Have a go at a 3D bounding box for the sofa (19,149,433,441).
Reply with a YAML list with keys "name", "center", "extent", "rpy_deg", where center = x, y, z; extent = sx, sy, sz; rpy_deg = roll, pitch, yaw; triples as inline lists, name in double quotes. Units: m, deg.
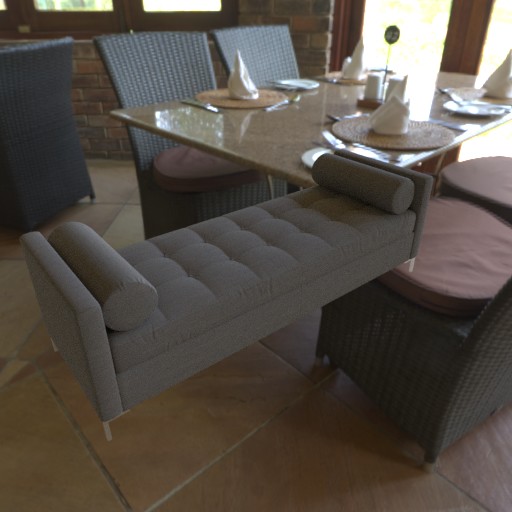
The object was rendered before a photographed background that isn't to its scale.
- name: "sofa"
  center: [0.000, 0.000, 2.285]
  extent: [1.981, 0.635, 0.686]
  rpy_deg: [-22, 37, -33]
